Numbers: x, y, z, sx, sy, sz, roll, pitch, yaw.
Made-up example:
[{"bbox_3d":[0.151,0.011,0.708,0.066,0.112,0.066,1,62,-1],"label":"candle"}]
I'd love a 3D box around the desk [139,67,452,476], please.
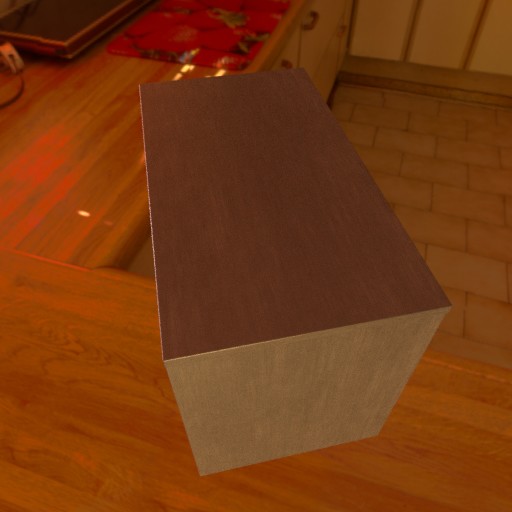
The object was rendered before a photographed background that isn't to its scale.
[{"bbox_3d":[0.000,0.000,1.517,0.600,0.750,1.100,-9,49,-8],"label":"desk"}]
